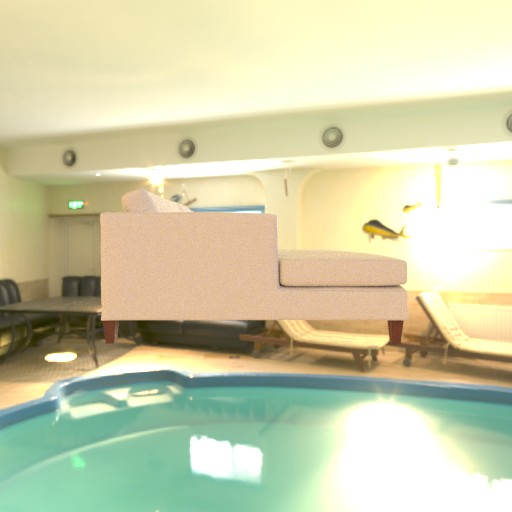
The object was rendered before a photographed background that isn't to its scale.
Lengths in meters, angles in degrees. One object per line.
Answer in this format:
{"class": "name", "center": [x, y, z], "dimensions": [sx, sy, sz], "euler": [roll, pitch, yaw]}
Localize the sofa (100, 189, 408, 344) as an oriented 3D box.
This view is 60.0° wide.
{"class": "sofa", "center": [0.000, 0.000, 3.875], "dimensions": [1.625, 0.846, 3.186], "euler": [0, 1, 0]}
